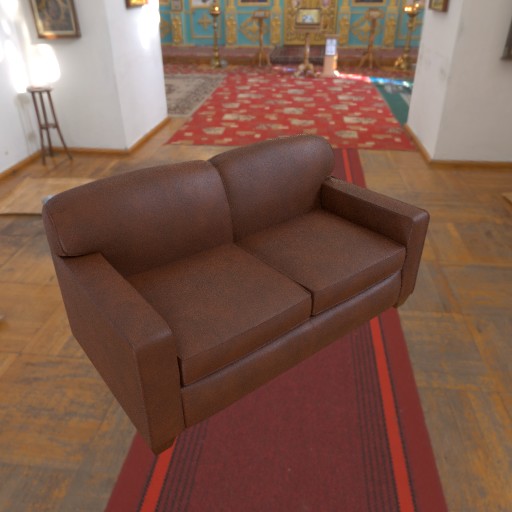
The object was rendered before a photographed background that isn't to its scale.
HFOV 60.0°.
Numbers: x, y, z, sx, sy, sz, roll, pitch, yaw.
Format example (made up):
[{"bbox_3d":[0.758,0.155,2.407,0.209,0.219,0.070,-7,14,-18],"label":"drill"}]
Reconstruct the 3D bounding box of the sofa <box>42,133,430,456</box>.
[{"bbox_3d":[0.000,0.000,2.429,1.856,0.966,1.000,-22,36,-33],"label":"sofa"}]
